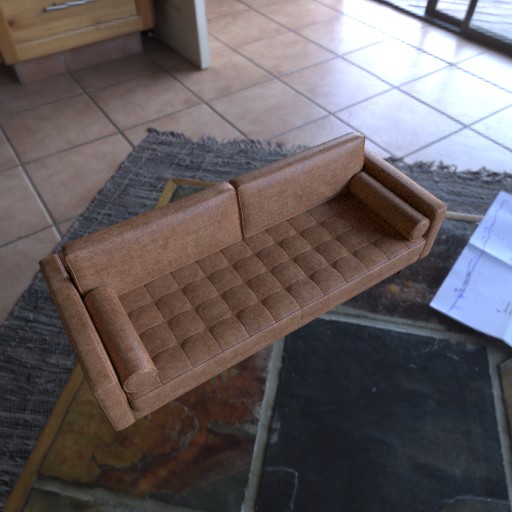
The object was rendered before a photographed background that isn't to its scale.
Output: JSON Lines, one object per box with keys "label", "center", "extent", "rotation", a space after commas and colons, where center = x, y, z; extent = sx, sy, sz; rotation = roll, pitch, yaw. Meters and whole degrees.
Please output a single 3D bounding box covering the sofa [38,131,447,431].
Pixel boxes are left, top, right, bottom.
{"label": "sofa", "center": [0.000, 0.000, 2.627], "extent": [2.200, 0.770, 0.919], "rotation": [-25, 52, -21]}
